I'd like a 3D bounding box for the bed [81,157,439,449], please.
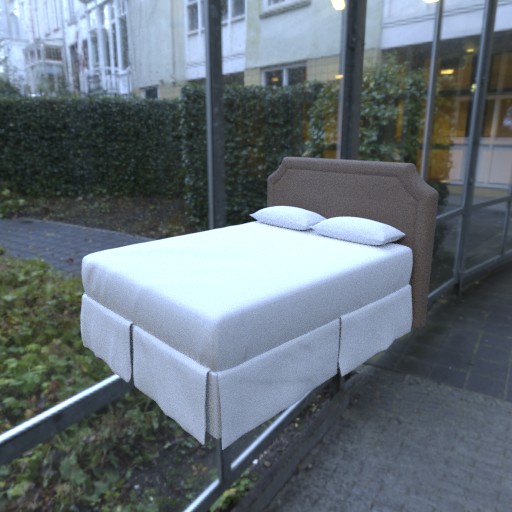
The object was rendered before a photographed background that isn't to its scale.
[{"bbox_3d":[0.000,0.000,3.228,2.116,1.290,1.693,-15,21,-42],"label":"bed"}]
